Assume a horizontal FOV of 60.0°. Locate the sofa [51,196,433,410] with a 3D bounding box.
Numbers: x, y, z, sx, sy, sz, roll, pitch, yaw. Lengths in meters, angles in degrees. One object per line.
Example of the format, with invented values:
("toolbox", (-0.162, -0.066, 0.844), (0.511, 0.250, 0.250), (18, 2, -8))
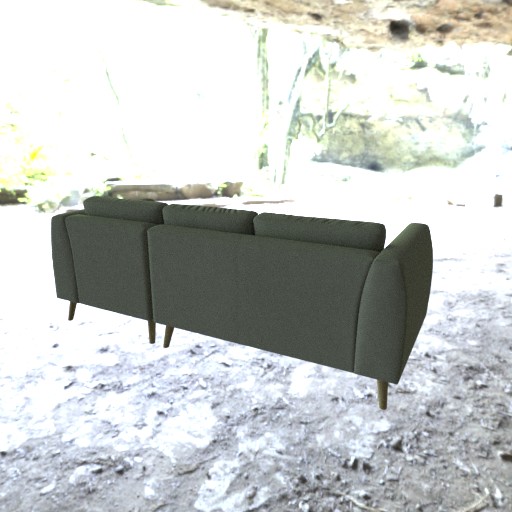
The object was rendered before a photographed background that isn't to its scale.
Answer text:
("sofa", (0.000, 0.000, 3.102), (2.300, 0.860, 1.580), (8, 18, 27))
